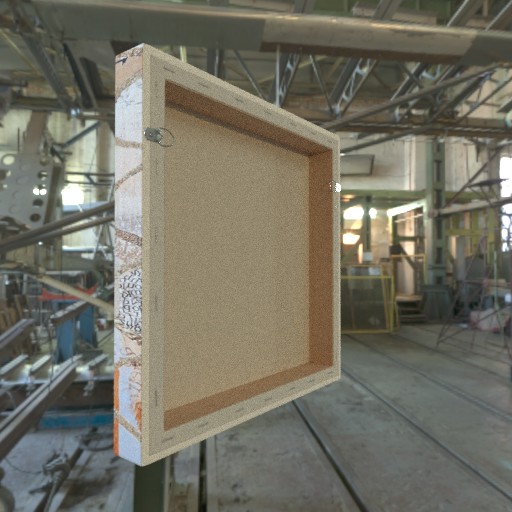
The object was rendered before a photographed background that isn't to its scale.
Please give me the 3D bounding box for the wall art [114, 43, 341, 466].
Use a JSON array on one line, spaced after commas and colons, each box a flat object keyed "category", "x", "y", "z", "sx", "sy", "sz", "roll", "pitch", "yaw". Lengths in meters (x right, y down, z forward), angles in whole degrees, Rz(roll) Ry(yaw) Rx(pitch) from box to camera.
[{"category": "wall art", "x": 0.000, "y": 0.000, "z": 0.444, "sx": 0.036, "sy": 0.304, "sz": 0.303, "roll": -1, "pitch": -1, "yaw": 38}]
